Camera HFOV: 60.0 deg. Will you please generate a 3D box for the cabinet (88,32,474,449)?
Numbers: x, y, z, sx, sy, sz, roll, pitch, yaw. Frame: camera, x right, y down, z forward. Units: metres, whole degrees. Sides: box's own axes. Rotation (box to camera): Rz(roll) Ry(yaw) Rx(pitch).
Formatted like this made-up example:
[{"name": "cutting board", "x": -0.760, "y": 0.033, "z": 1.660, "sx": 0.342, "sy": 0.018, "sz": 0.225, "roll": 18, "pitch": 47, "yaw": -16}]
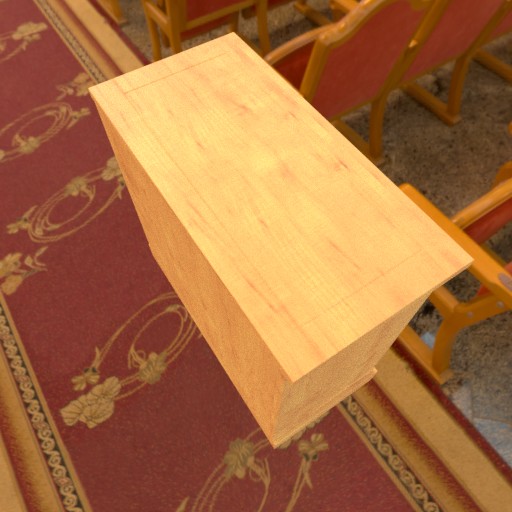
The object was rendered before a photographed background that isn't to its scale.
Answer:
[{"name": "cabinet", "x": 0.000, "y": 0.000, "z": 1.387, "sx": 0.450, "sy": 0.840, "sz": 0.920, "roll": -29, "pitch": 63, "yaw": -16}]
